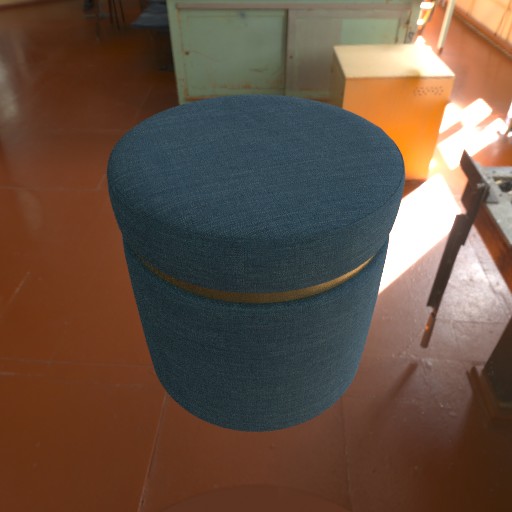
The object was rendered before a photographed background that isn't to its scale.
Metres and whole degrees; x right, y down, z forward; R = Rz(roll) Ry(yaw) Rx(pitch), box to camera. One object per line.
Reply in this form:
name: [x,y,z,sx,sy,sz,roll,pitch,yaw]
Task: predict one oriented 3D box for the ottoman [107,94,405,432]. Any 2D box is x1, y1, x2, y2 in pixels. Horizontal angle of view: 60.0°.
ottoman: [0.000,0.000,0.718,0.398,0.406,0.398,0,41,0]
